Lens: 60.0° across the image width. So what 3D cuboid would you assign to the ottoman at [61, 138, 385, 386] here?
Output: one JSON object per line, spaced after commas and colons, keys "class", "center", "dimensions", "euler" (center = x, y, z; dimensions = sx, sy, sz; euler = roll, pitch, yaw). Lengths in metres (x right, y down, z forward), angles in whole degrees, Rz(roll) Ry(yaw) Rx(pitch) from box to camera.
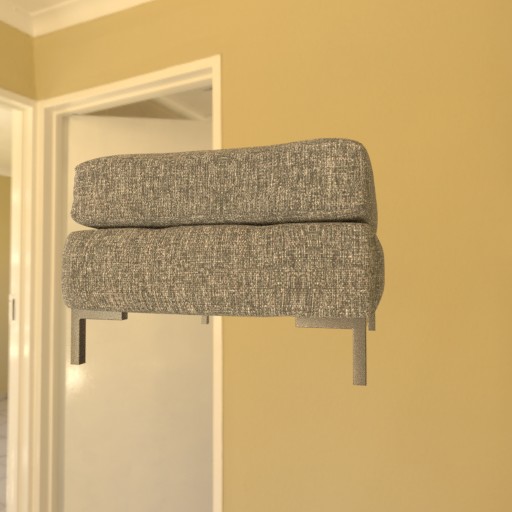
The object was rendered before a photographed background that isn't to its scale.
{"class": "ottoman", "center": [0.000, 0.000, 1.226], "dimensions": [0.683, 0.480, 0.828], "euler": [0, -2, 16]}
